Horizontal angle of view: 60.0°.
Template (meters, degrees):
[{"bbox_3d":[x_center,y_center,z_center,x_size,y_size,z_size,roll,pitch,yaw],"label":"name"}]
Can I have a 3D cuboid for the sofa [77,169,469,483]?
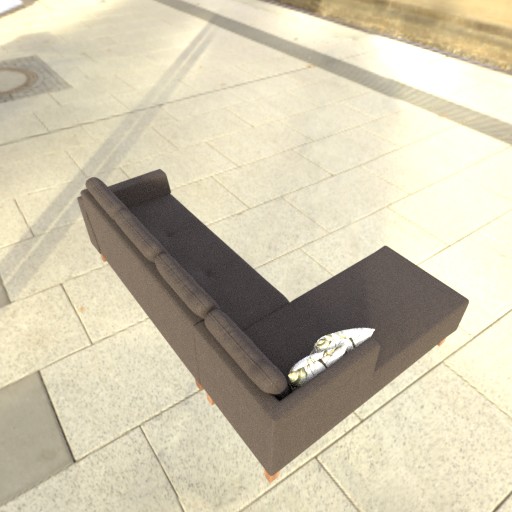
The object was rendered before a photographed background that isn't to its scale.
[{"bbox_3d":[0.000,0.000,3.549,1.829,0.932,2.679,-27,48,-27],"label":"sofa"}]
